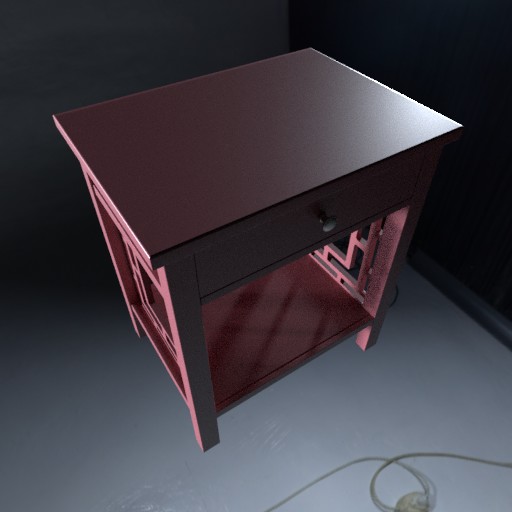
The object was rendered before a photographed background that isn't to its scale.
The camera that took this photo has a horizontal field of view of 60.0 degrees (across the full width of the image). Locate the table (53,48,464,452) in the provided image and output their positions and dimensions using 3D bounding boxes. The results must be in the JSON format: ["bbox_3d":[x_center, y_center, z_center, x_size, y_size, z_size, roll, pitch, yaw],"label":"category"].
[{"bbox_3d":[0.000,0.000,1.040,0.599,0.686,0.451,-25,50,-23],"label":"table"}]
